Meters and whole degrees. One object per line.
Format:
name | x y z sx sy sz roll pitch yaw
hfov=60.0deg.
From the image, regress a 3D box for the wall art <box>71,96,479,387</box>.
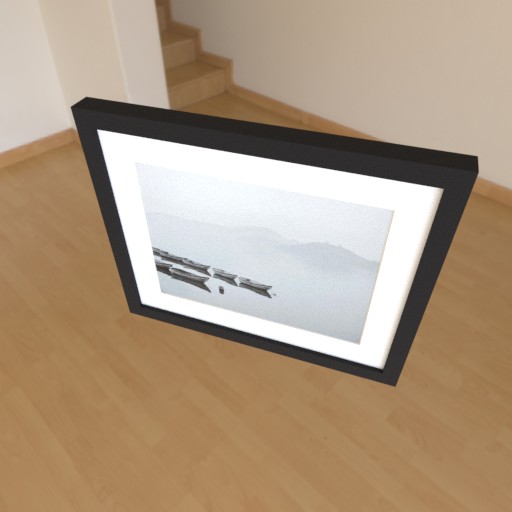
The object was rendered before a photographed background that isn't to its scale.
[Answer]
wall art | 0.000 0.000 0.531 0.397 0.325 0.028 13 44 14
